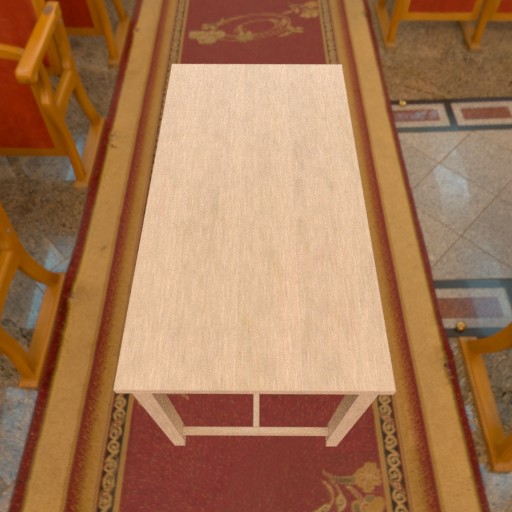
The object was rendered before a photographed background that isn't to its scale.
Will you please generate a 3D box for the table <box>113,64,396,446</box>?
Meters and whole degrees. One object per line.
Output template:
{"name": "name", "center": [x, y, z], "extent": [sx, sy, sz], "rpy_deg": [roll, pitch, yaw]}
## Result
{"name": "table", "center": [0.000, 0.000, 1.889], "extent": [0.729, 0.874, 1.397], "rpy_deg": [0, 57, 0]}
